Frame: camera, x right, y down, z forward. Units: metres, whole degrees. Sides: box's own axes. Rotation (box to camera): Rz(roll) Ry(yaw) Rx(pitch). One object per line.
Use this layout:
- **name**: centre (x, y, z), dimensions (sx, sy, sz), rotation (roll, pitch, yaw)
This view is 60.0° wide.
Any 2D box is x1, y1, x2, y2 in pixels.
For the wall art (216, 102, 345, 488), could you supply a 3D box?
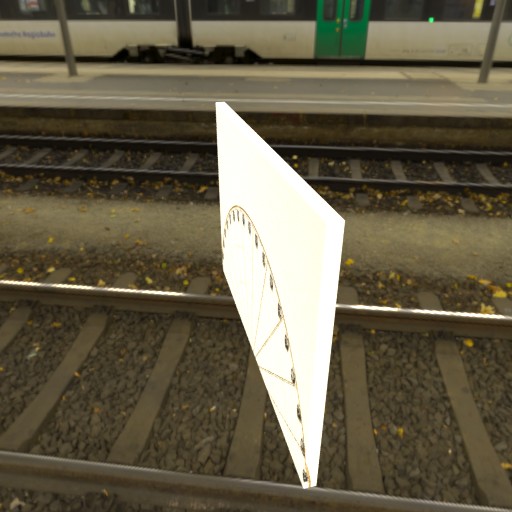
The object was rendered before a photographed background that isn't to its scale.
- **wall art**: centre (0.000, 0.000, 1.456), dimensions (0.038, 0.767, 1.144), rotation (-7, 30, -12)
